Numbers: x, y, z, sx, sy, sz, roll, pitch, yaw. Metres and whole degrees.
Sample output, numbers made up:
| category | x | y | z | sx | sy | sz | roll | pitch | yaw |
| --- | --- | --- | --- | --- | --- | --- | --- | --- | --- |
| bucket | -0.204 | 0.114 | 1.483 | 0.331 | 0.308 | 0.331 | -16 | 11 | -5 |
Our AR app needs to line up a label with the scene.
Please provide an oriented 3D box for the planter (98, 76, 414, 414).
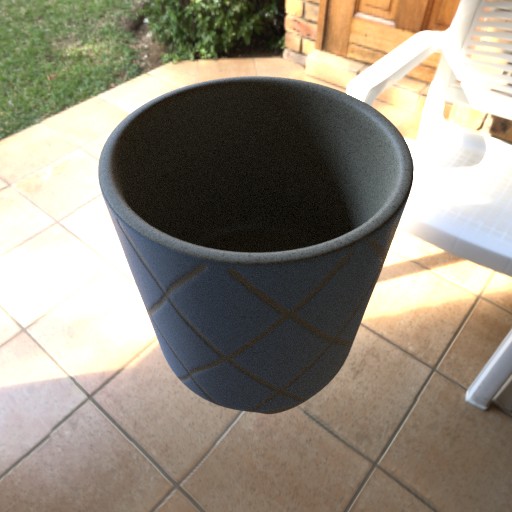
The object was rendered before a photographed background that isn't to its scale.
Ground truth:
| category | x | y | z | sx | sy | sz | roll | pitch | yaw |
| --- | --- | --- | --- | --- | --- | --- | --- | --- | --- |
| planter | 0.000 | 0.000 | 0.347 | 0.191 | 0.200 | 0.191 | 0 | 48 | 0 |
